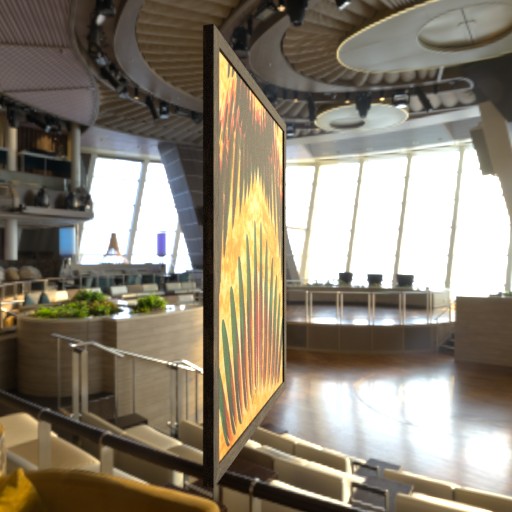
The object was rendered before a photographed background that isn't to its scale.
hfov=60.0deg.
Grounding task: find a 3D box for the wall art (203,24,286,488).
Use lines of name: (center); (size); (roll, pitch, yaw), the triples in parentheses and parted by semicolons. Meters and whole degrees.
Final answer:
wall art: (0.000, 0.000, 1.412); (0.029, 1.066, 0.812); (0, 0, 16)
